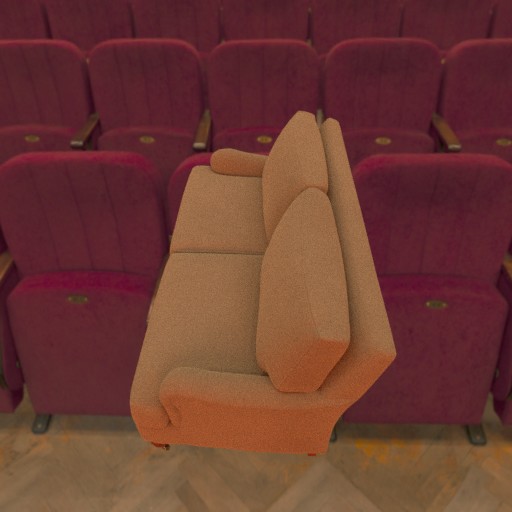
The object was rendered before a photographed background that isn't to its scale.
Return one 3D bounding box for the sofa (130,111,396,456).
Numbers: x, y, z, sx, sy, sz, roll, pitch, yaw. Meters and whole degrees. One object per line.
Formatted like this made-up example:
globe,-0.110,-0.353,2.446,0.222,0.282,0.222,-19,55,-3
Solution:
sofa,0.000,0.000,2.625,1.091,0.997,2.070,1,41,1
